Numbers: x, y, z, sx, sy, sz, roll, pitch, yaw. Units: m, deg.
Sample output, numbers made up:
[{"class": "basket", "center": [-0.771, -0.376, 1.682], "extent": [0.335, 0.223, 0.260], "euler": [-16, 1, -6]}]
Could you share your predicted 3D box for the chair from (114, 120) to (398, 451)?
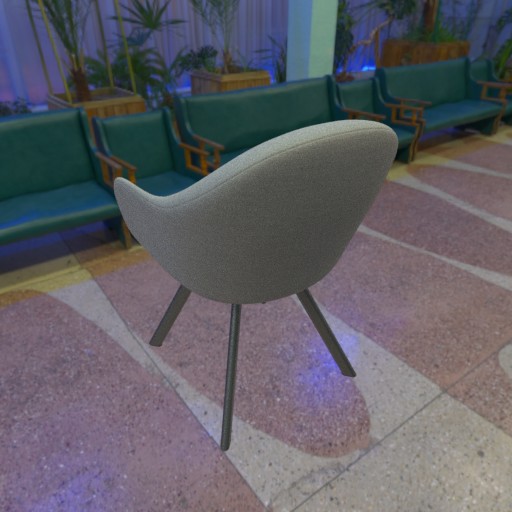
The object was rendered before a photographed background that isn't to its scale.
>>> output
[{"class": "chair", "center": [0.000, 0.000, 1.149], "extent": [0.540, 0.780, 0.570], "euler": [-19, 35, -29]}]
